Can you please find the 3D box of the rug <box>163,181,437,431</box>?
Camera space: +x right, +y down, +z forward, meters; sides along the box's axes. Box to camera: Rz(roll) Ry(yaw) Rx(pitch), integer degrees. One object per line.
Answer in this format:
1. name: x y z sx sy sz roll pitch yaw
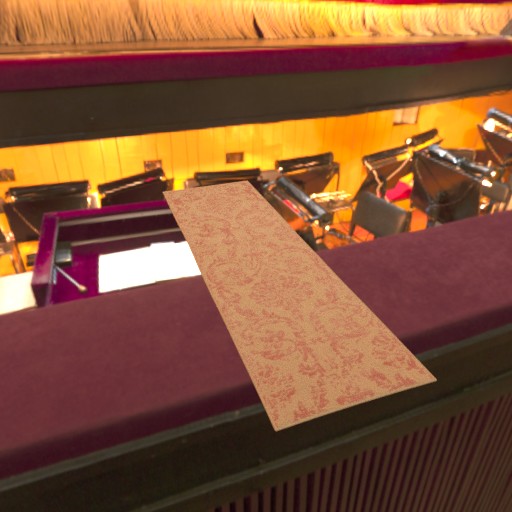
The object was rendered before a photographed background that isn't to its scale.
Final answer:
1. rug: 0.000 0.000 2.465 0.662 0.011 2.196 -11 32 -17
